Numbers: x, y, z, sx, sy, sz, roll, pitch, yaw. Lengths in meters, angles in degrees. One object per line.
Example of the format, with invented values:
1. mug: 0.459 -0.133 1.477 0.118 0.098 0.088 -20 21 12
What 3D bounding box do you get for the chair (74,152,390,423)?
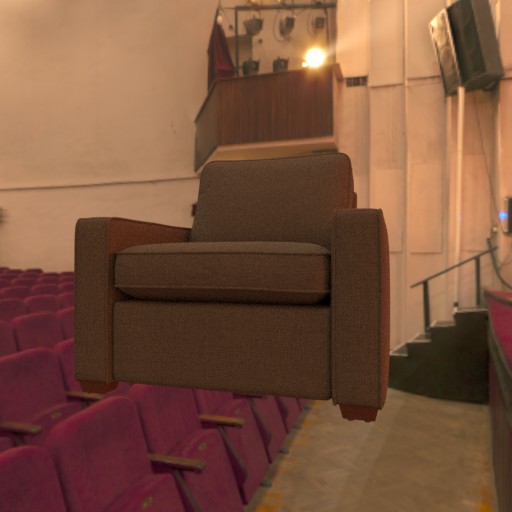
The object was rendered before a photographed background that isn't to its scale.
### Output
1. chair: 0.000 0.000 1.755 1.017 0.919 0.940 0 0 17
